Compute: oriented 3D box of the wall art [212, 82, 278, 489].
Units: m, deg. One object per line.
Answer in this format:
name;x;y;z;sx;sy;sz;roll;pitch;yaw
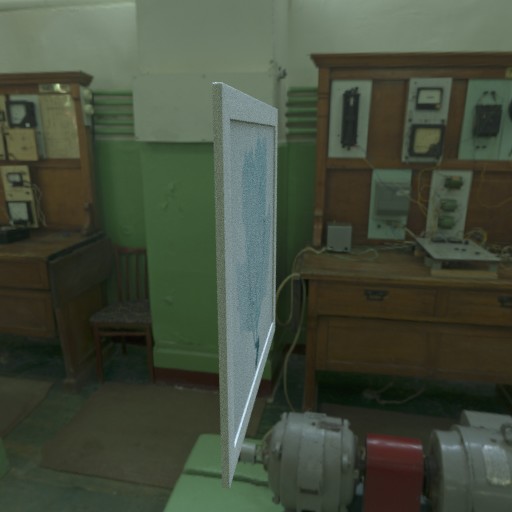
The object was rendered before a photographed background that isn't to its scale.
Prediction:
wall art;0.000;0.000;0.881;0.013;0.584;0.584;2;15;9
